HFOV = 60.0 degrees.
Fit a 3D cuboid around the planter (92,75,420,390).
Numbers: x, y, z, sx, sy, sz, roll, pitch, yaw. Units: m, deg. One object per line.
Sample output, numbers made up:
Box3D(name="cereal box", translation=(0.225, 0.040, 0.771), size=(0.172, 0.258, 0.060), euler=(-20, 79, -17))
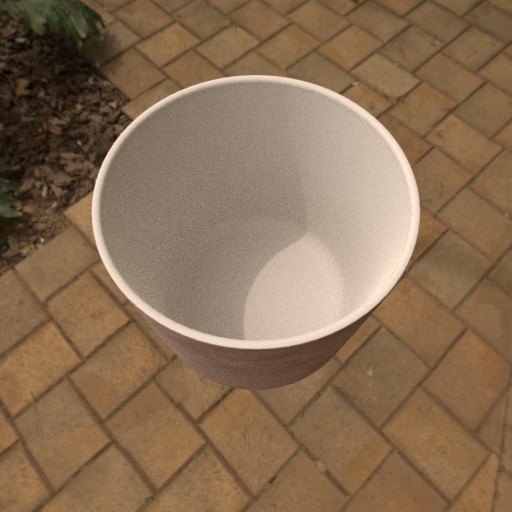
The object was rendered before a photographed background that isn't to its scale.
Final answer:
Box3D(name="planter", translation=(0.000, 0.000, 0.777), size=(0.440, 0.398, 0.440), euler=(0, 63, 0))
